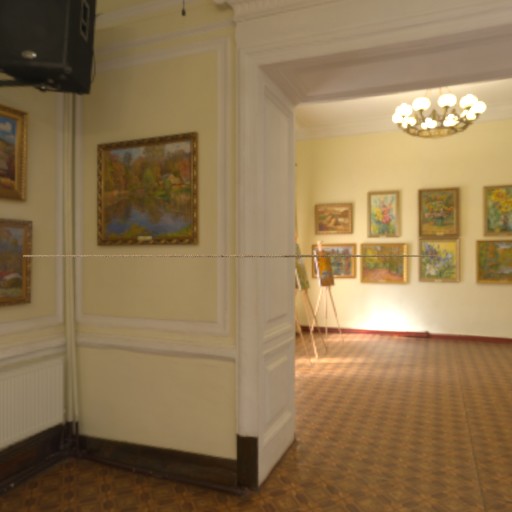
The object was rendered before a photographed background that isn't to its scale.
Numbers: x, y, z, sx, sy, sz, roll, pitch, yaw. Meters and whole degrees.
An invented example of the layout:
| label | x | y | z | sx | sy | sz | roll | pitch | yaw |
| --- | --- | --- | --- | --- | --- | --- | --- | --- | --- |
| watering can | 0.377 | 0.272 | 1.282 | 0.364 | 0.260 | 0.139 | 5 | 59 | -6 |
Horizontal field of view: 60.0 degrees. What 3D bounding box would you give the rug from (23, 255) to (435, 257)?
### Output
| label | x | y | z | sx | sy | sz | roll | pitch | yaw |
| --- | --- | --- | --- | --- | --- | --- | --- | --- | --- |
| rug | 0.000 | 0.000 | 4.102 | 2.471 | 0.012 | 3.034 | 0 | 0 | 35 |
